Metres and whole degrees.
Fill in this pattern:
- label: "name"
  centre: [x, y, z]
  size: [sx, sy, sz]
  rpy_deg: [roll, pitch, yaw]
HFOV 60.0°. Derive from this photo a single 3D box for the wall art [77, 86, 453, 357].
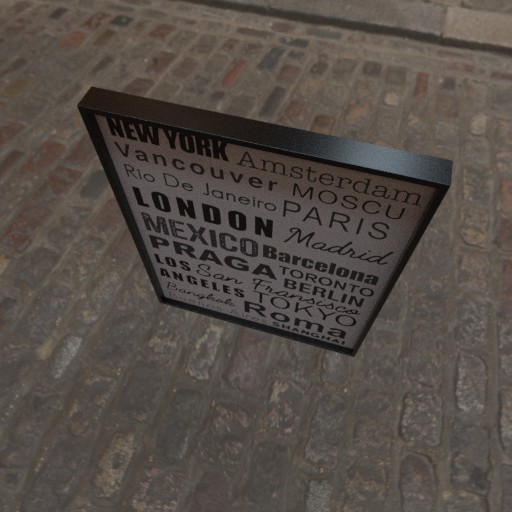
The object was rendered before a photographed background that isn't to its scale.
- label: "wall art"
  centre: [0.000, 0.000, 0.753]
  size: [0.448, 0.551, 0.038]
  rpy_deg: [14, 59, 9]
